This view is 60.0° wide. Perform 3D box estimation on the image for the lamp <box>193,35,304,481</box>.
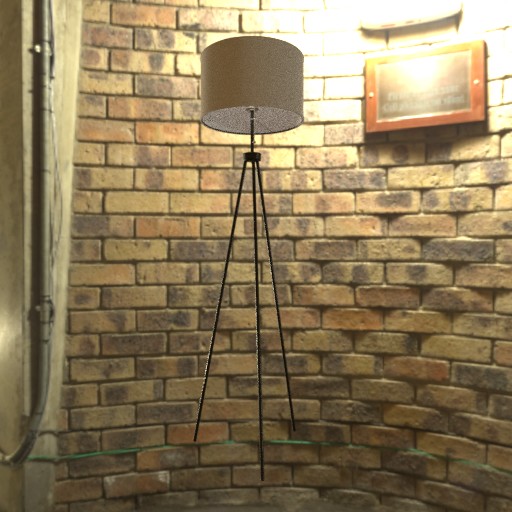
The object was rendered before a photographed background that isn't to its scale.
[{"bbox_3d":[0.000,0.000,1.742,0.448,1.545,0.458,0,1,-17],"label":"lamp"}]
